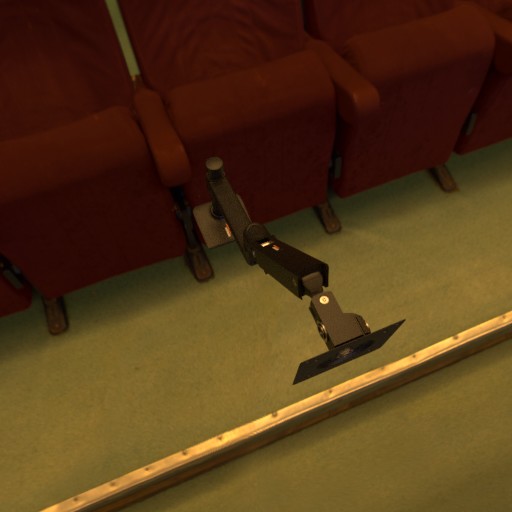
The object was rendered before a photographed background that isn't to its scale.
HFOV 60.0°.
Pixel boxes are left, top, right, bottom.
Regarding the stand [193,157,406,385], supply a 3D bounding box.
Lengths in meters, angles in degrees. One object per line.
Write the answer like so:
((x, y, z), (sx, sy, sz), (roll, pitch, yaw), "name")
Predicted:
((0.000, 0.000, 0.998), (0.152, 0.713, 0.650), (-20, 64, -10), "stand")
